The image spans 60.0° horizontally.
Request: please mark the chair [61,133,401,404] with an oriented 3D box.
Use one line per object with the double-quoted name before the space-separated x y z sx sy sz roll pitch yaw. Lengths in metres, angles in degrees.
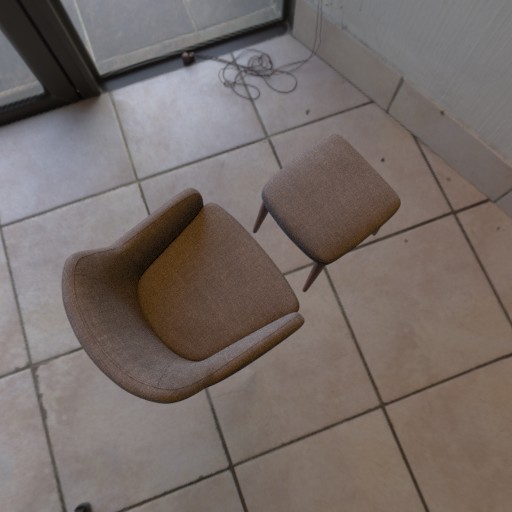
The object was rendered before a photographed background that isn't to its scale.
"chair" 0.000 0.000 1.568 1.107 0.799 0.584 -38 78 -9
